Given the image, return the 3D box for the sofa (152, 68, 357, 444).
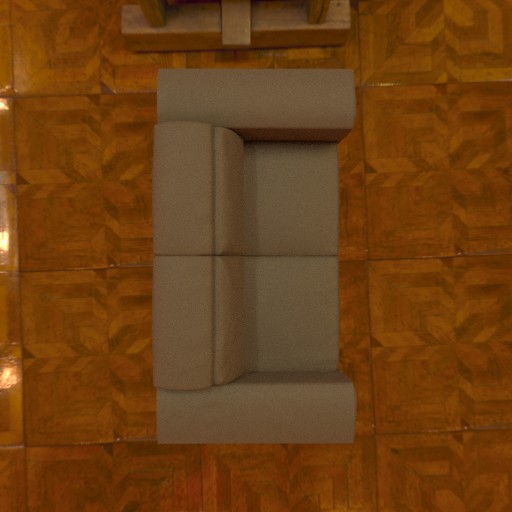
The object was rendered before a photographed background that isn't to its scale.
[{"bbox_3d":[0.000,0.000,2.435,1.003,0.779,1.895,0,90,0],"label":"sofa"}]
